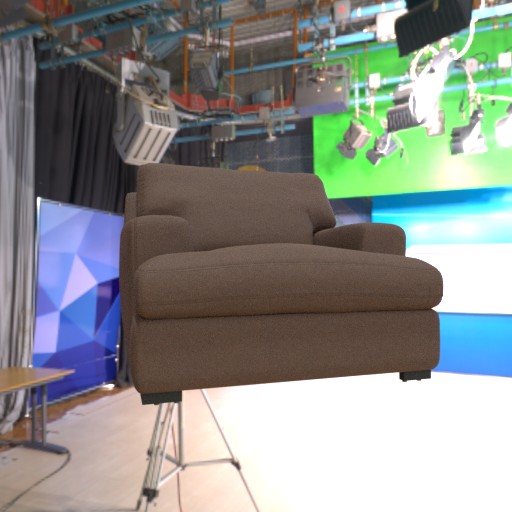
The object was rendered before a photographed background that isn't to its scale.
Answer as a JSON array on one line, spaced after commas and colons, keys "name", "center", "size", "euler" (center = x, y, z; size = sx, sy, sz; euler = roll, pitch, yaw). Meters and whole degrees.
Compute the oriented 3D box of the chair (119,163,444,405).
[{"name": "chair", "center": [0.000, 0.000, 1.983], "size": [1.168, 0.940, 1.143], "euler": [0, -1, -17]}]
